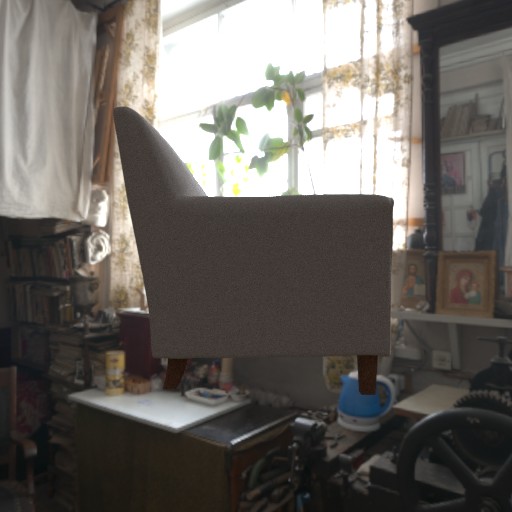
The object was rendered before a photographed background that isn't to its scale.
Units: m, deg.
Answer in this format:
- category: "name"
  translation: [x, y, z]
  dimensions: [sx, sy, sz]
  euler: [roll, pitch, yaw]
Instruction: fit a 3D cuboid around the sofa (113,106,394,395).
- category: "sofa"
  translation: [0.000, 0.000, 2.060]
  dimensions: [0.888, 0.890, 1.482]
  euler: [0, 0, -1]
